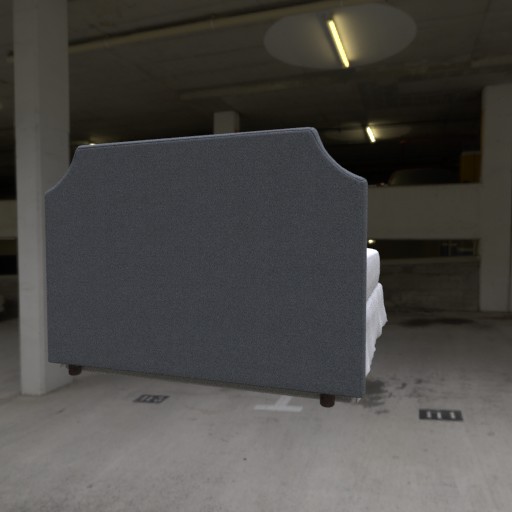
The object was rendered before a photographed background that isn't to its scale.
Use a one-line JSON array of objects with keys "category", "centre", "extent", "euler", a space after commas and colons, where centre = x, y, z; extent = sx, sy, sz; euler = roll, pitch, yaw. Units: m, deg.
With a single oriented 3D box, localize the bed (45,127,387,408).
[{"category": "bed", "centre": [0.000, 0.000, 3.314], "extent": [1.811, 1.296, 2.259], "euler": [1, 3, 19]}]
